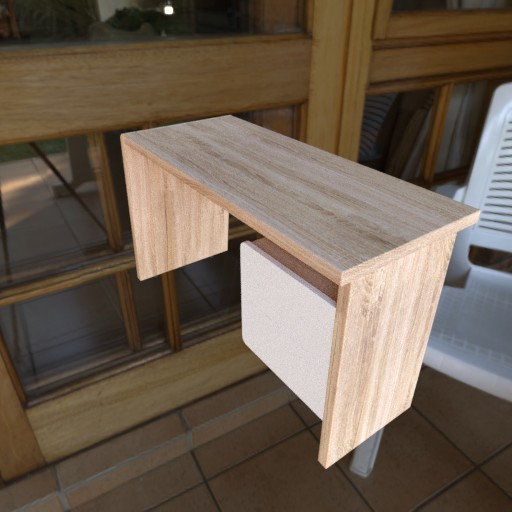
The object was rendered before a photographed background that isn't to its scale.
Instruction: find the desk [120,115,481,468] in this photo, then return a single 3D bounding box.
[{"bbox_3d":[0.000,0.000,1.666,0.500,0.750,1.300,-21,37,-30],"label":"desk"}]
